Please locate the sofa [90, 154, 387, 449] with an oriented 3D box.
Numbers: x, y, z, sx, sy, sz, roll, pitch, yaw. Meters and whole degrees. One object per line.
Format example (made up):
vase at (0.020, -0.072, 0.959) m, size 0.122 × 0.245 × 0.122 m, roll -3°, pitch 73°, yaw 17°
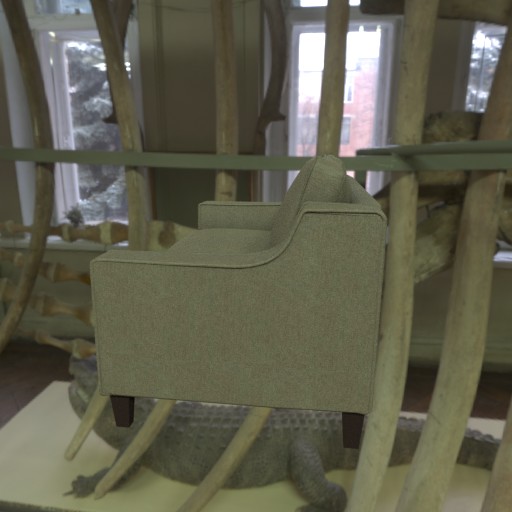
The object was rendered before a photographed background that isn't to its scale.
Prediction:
sofa at (0.000, 0.000, 2.155) m, size 0.985 × 0.981 × 1.503 m, roll 2°, pitch 15°, yaw 8°
